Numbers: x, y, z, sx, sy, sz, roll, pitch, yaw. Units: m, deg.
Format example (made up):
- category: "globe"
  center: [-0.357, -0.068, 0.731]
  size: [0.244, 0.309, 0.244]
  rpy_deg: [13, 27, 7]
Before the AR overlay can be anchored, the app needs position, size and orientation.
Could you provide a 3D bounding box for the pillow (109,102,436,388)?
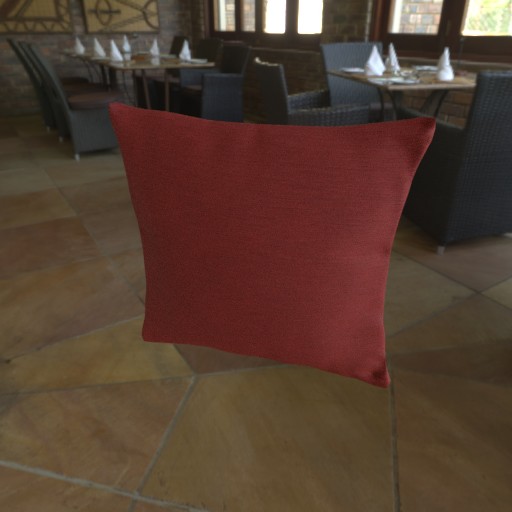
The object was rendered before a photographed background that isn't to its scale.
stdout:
- category: "pillow"
  center: [0.000, 0.000, 0.653]
  size: [0.435, 0.416, 0.151]
  rpy_deg: [8, 28, 14]
